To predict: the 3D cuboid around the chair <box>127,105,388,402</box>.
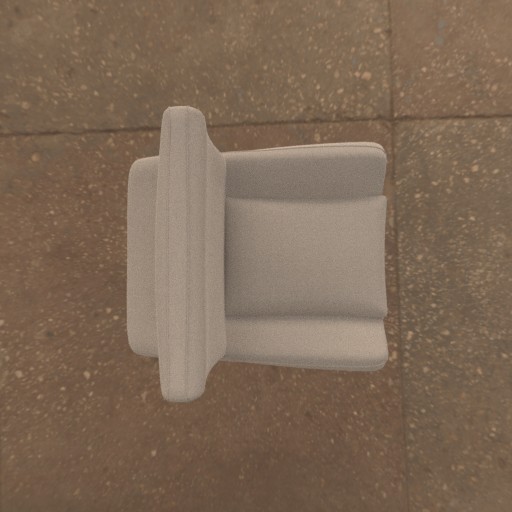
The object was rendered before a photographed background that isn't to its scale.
[{"bbox_3d":[0.000,0.000,1.660,1.008,0.855,0.859,0,89,-1],"label":"chair"}]
